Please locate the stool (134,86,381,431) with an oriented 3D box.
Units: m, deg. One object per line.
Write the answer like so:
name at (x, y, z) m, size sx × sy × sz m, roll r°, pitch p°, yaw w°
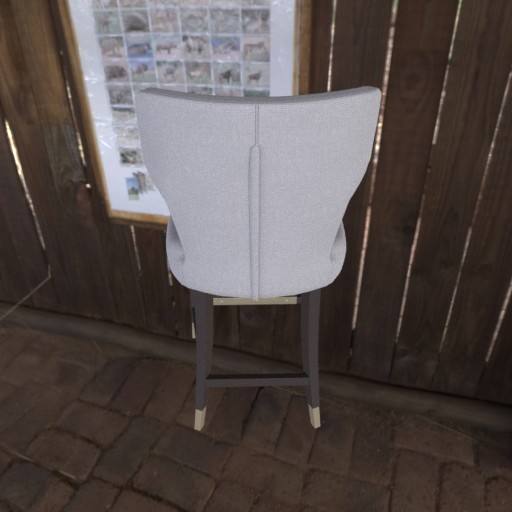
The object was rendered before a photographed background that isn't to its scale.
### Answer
stool at (0.000, 0.000, 1.305) m, size 0.527 × 0.982 × 0.563 m, roll -1°, pitch 29°, yaw -1°
